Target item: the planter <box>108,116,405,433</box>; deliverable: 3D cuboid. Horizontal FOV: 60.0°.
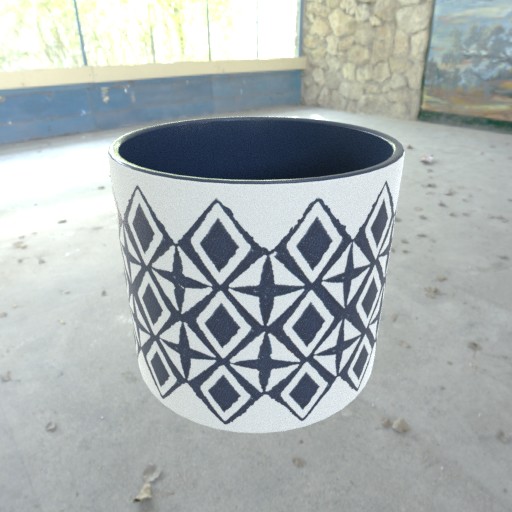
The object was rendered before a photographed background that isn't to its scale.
[{"bbox_3d":[0.000,0.000,0.391,0.224,0.203,0.224,0,27,0],"label":"planter"}]
